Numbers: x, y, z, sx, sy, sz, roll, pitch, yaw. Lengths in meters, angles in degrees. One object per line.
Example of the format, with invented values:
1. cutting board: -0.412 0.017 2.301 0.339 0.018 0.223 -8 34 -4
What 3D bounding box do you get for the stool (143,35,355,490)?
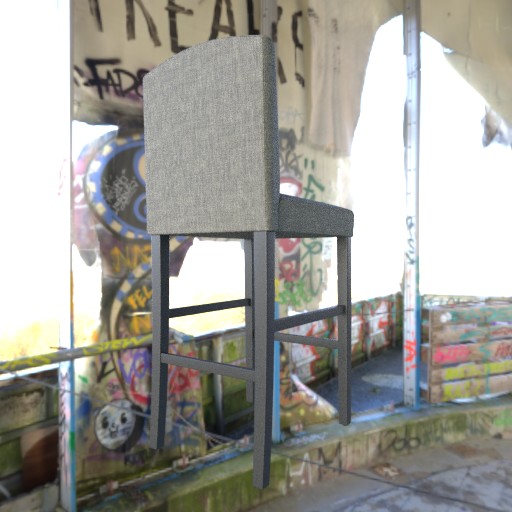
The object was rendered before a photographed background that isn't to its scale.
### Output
1. stool: 0.000 0.000 1.406 0.451 1.138 0.552 0 0 36
